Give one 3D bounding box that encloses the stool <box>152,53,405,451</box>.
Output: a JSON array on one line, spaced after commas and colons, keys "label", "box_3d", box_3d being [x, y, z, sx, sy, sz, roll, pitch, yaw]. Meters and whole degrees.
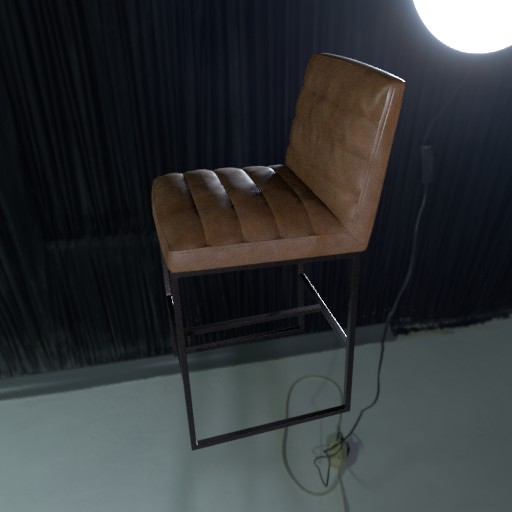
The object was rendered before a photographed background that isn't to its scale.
[{"label": "stool", "box_3d": [0.000, 0.000, 1.330, 0.562, 1.065, 0.463, -9, 33, -14]}]
